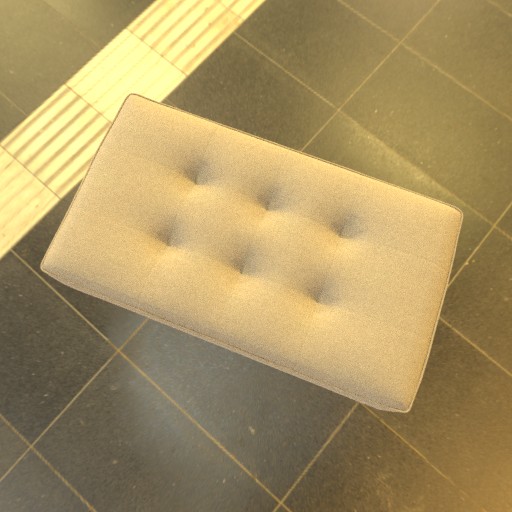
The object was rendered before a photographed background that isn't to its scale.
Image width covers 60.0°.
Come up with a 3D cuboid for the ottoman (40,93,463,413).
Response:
[{"bbox_3d":[0.000,0.000,1.503,1.143,0.508,0.648,21,77,5],"label":"ottoman"}]
